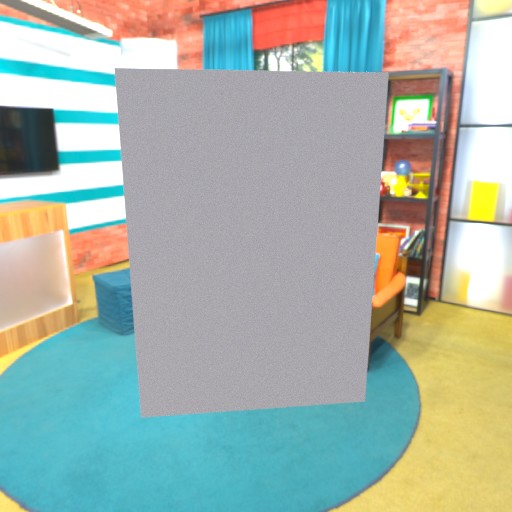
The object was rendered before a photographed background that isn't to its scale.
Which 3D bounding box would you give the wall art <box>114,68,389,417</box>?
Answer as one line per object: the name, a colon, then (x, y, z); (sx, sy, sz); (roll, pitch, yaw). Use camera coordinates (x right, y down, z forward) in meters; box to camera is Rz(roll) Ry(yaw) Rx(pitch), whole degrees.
wall art: (0.000, 0.000, 0.686); (0.381, 0.533, 0.013); (-2, 15, -7)
